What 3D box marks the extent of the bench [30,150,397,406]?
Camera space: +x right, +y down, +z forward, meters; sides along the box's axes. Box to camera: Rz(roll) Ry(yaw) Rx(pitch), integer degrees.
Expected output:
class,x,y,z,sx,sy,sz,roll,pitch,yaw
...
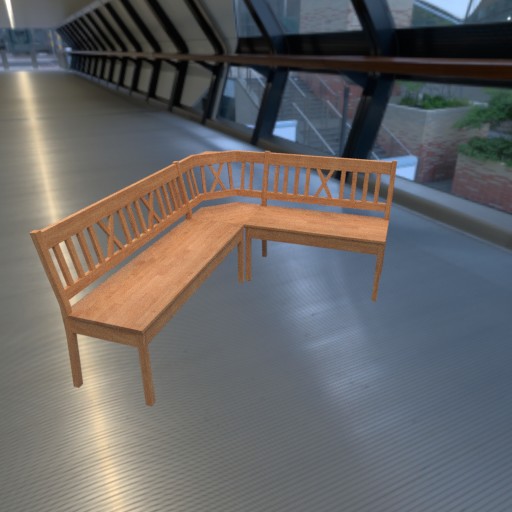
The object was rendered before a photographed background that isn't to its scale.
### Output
class,x,y,z,sx,sy,sz,roll,pitch,yaw
bench,0.000,0.000,2.828,1.537,0.902,1.937,8,27,16
